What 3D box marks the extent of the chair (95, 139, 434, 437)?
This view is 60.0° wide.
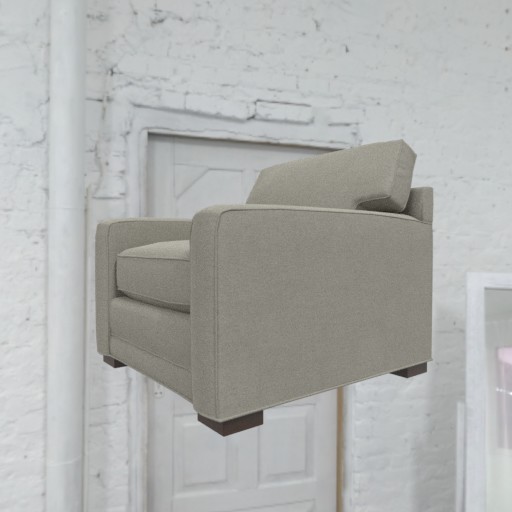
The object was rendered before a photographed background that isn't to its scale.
[{"bbox_3d":[0.000,0.000,1.849,1.044,0.934,0.999,-1,2,-37],"label":"chair"}]
